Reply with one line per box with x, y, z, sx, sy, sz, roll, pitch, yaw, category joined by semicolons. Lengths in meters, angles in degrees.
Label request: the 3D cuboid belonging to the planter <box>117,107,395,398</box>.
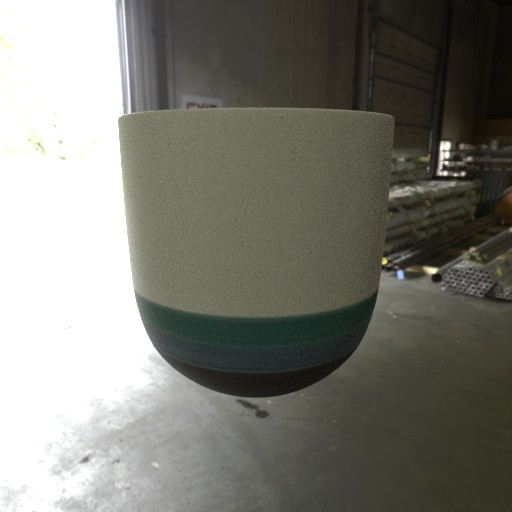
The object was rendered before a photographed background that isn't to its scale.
0.000;0.000;0.364;0.204;0.214;0.204;0;13;0;planter
